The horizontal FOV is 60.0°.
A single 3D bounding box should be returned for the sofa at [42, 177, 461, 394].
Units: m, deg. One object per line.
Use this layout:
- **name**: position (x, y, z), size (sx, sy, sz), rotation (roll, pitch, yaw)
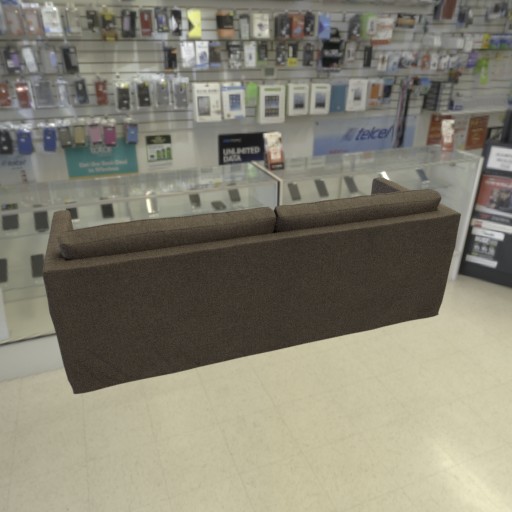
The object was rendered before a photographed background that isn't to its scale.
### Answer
- **sofa**: position (0.000, 0.000, 3.310), size (2.779, 0.998, 1.036), rotation (-9, 27, -17)
